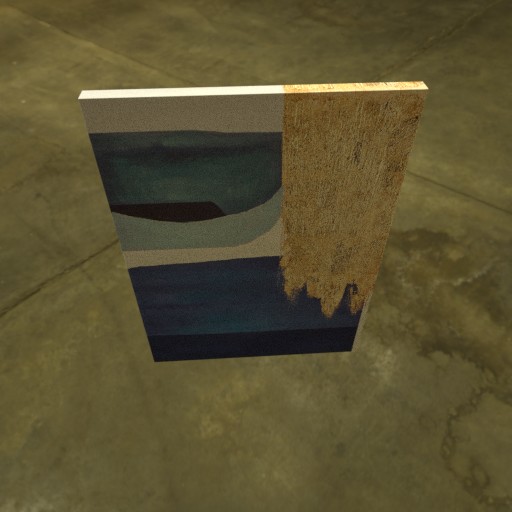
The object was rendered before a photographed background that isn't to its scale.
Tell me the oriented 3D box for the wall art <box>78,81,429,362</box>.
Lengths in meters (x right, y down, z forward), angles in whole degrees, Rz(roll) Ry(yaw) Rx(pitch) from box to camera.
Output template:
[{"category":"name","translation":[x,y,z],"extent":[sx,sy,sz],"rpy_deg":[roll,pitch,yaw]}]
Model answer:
[{"category":"wall art","translation":[0.000,0.000,0.800],"extent":[0.458,0.613,0.026],"rpy_deg":[-3,44,-3]}]
